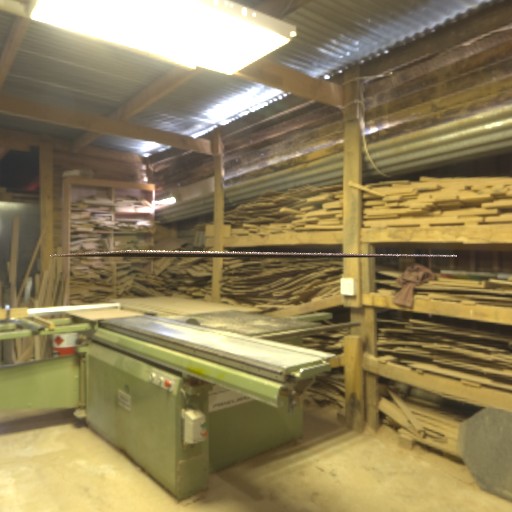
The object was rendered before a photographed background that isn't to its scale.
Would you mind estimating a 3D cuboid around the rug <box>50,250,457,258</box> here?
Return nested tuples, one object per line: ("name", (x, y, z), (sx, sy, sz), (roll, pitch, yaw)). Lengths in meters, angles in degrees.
("rug", (0.000, 0.000, 2.385), (1.829, 0.009, 1.219), (1, -1, -35))
